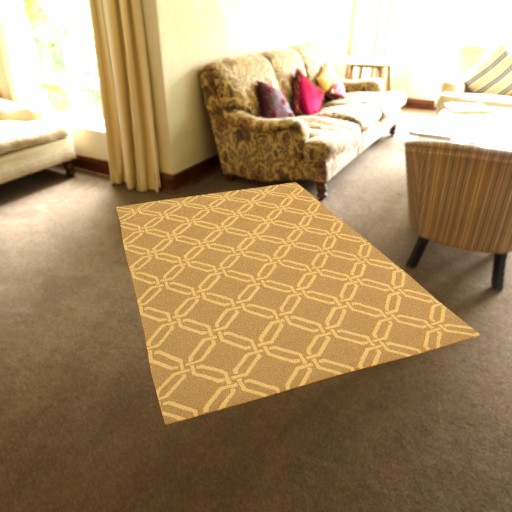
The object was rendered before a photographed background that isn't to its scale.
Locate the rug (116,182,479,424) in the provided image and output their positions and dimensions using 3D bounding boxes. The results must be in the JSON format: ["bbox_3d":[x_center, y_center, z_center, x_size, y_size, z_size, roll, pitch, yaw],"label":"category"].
[{"bbox_3d":[0.000,0.000,2.758,1.524,0.013,2.135,-11,32,-17],"label":"rug"}]
